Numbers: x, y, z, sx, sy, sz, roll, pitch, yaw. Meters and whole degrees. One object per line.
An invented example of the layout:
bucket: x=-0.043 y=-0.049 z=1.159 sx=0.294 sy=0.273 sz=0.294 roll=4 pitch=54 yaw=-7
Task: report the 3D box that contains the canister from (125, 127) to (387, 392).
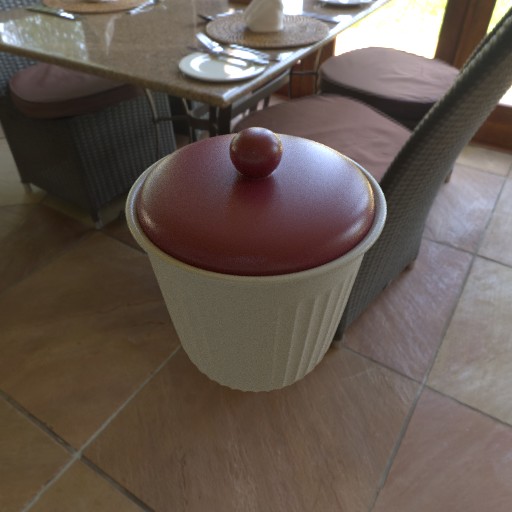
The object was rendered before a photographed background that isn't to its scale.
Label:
canister: x=0.000 y=0.000 z=0.352 sx=0.181 sy=0.211 sz=0.181 roll=0 pitch=41 yaw=0
